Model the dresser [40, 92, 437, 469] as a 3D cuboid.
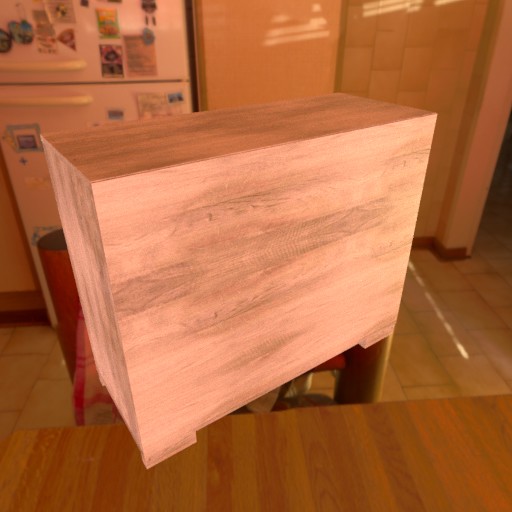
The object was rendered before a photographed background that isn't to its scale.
[{"bbox_3d":[0.000,0.000,1.377,0.994,0.816,0.404,-19,35,-30],"label":"dresser"}]
